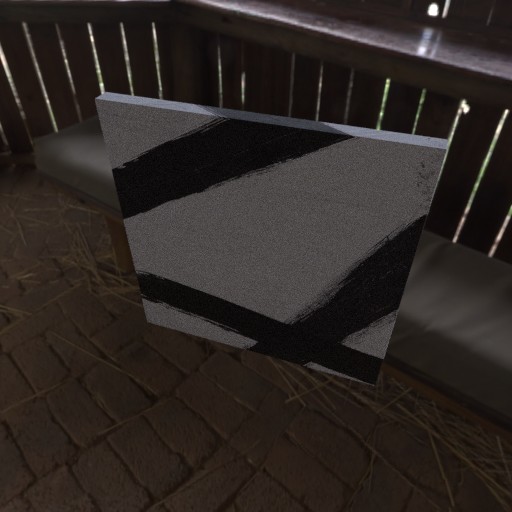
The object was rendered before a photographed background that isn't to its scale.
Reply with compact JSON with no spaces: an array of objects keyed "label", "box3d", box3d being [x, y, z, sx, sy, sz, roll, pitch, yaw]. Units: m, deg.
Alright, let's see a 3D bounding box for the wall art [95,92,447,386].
[{"label":"wall art","box3d":[0.000,0.000,1.180,0.765,0.765,0.046,13,42,14]}]
